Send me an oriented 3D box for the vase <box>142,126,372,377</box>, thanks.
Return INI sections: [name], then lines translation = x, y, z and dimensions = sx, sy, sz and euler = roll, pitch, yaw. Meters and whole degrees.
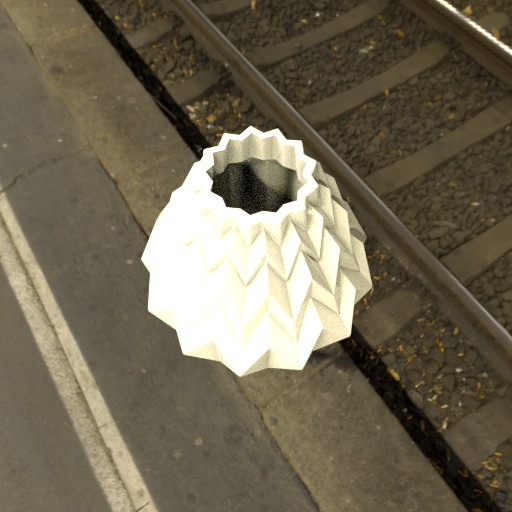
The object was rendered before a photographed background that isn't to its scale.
[vase]
translation = 0.000, 0.000, 0.308
dimensions = 0.164, 0.185, 0.164
euler = 0, 63, 0
